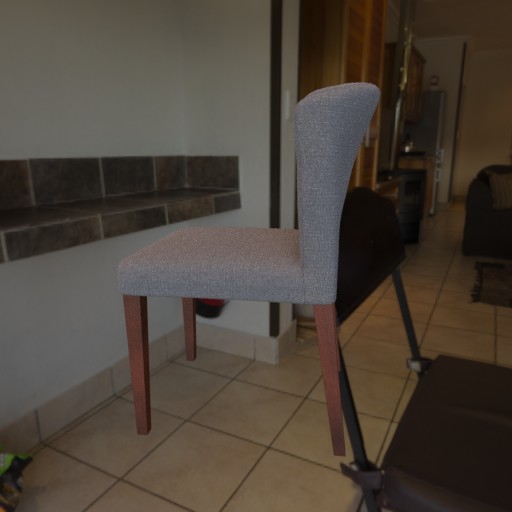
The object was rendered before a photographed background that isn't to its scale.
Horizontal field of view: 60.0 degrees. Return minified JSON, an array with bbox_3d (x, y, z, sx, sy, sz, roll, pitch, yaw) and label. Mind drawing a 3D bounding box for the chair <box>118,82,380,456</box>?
[{"bbox_3d":[0.000,0.000,1.182,0.589,0.839,0.491,2,14,9],"label":"chair"}]
